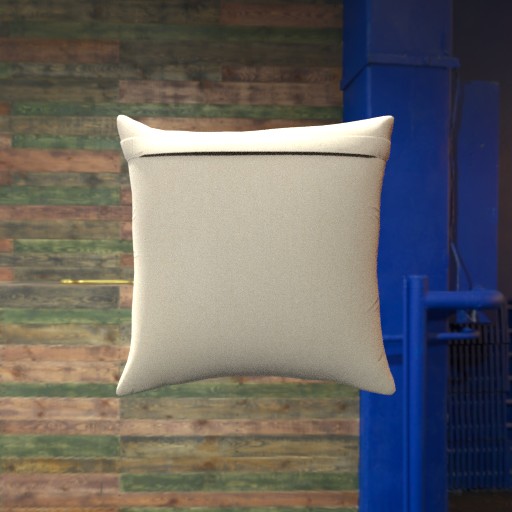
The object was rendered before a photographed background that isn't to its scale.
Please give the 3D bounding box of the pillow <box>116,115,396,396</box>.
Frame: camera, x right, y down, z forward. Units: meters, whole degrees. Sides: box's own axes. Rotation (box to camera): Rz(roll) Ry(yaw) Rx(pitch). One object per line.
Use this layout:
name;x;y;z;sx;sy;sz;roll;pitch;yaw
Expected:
pillow;0.000;0.000;0.643;0.405;0.406;0.173;0;0;0
